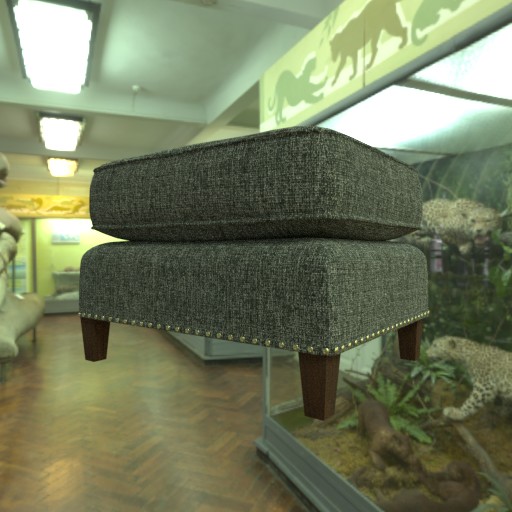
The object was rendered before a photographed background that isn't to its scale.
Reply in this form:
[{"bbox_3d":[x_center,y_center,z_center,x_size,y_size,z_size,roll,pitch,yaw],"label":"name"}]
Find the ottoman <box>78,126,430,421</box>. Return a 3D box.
[{"bbox_3d":[0.000,0.000,1.159,0.738,0.537,0.589,1,1,36],"label":"ottoman"}]
